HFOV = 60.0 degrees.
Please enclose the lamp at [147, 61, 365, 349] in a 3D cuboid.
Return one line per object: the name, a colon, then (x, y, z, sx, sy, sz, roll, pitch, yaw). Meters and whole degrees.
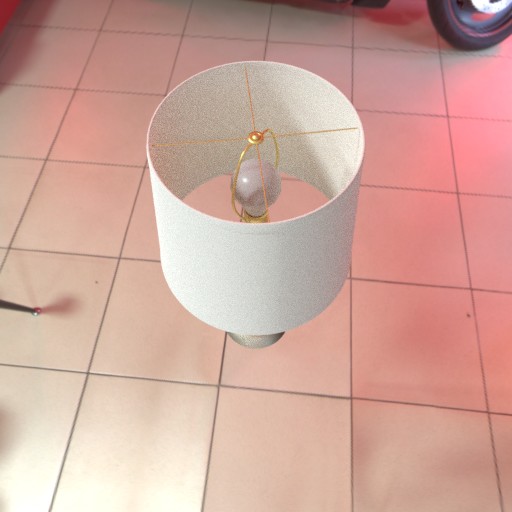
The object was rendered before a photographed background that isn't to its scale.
lamp: (0.000, 0.000, 0.805, 0.328, 0.619, 0.328, 0, 62, 0)
